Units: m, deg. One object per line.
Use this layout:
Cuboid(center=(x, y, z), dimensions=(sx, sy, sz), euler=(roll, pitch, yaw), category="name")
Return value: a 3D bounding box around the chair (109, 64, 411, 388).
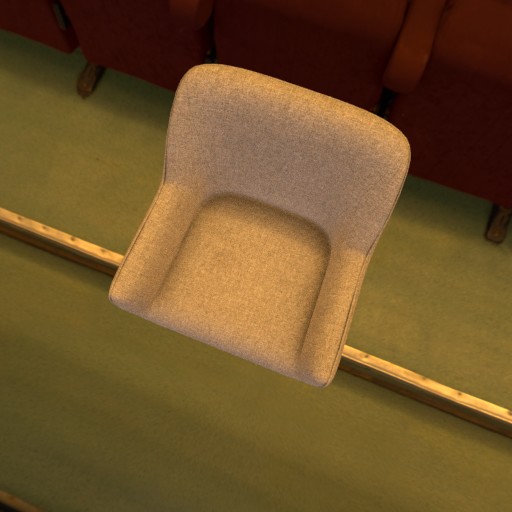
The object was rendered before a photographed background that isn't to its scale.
Cuboid(center=(0.000, 0.000, 1.180), dimensions=(0.543, 0.803, 0.519), euler=(21, 77, 5), category="chair")
